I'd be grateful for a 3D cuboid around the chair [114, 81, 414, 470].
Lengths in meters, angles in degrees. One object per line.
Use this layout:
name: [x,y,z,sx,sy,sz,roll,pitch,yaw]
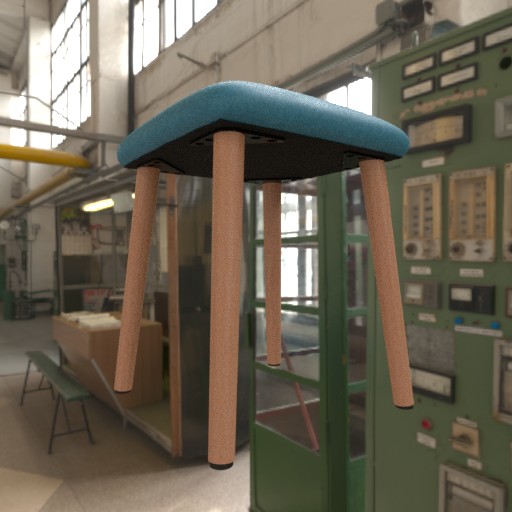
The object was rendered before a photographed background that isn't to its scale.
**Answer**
chair: [0.000,0.000,0.698,0.360,0.450,0.360,0,0,-35]
